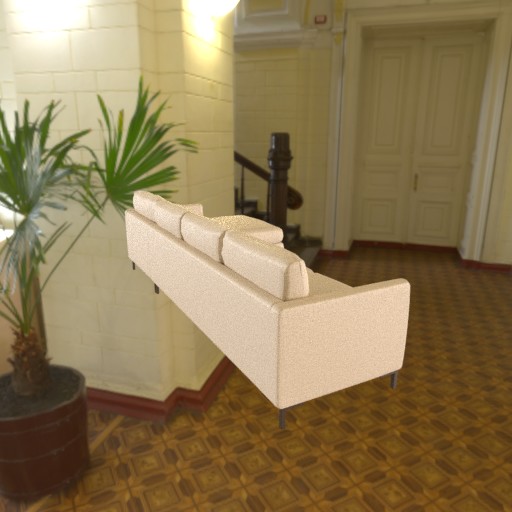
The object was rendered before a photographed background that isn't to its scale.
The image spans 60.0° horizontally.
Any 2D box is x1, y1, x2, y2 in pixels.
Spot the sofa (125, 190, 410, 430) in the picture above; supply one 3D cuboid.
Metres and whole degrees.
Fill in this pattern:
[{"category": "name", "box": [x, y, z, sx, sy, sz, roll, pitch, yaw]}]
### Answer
[{"category": "sofa", "box": [0.000, 0.000, 3.211, 1.258, 0.755, 2.731, -8, 18, -27]}]
